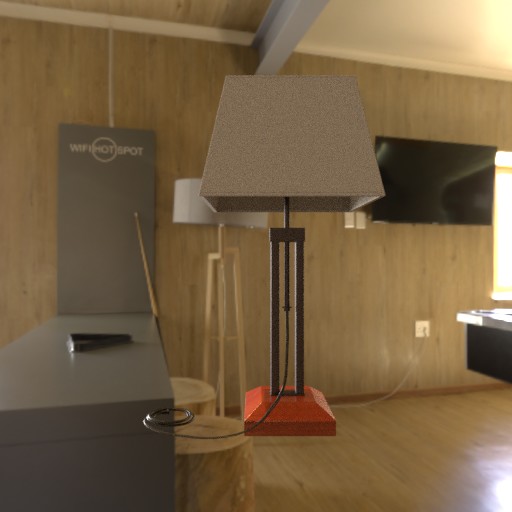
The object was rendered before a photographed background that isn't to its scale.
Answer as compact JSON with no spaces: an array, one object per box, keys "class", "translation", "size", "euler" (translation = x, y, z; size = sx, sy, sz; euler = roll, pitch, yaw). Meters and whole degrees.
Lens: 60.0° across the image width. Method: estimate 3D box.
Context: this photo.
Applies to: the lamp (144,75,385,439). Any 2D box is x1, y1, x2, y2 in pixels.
[{"class":"lamp","translation":[0.000,0.000,1.002],"size":[0.498,0.737,0.310],"euler":[0,0,0]}]
